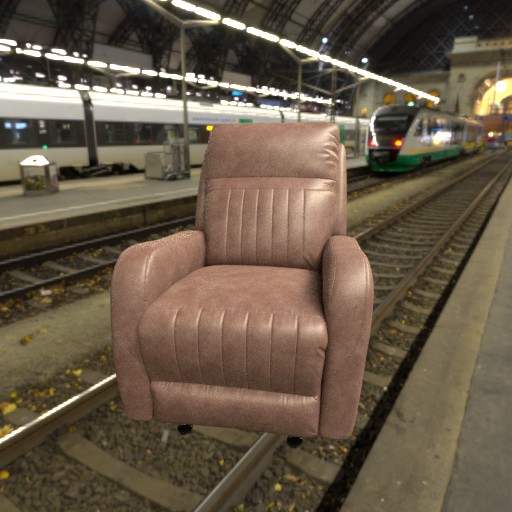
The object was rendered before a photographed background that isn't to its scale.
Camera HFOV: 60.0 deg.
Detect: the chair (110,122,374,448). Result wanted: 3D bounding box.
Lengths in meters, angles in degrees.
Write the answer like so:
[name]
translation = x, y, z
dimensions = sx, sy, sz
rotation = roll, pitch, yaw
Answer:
[chair]
translation = 0.000, 0.000, 1.804
dimensions = 0.865, 1.067, 1.067
rotation = 3, 15, 9
